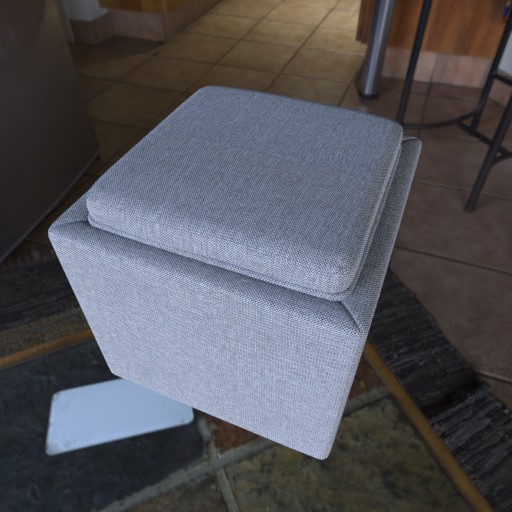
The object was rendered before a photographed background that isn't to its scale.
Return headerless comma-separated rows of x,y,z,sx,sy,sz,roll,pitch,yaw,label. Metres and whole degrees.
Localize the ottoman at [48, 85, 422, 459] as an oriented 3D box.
0.000,0.000,0.811,0.450,0.460,0.450,17,48,16,ottoman
